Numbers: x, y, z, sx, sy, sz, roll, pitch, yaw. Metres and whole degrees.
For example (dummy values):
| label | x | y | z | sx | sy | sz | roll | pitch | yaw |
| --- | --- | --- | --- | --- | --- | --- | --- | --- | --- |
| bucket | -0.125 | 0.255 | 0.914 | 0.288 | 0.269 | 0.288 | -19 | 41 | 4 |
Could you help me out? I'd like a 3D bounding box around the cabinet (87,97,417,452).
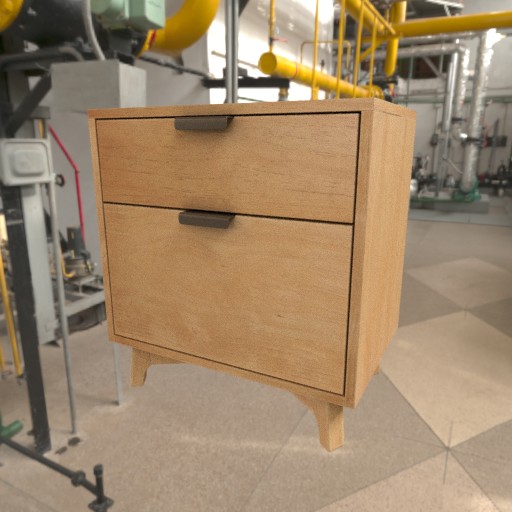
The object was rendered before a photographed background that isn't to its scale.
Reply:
| label | x | y | z | sx | sy | sz | roll | pitch | yaw |
| --- | --- | --- | --- | --- | --- | --- | --- | --- | --- |
| cabinet | 0.000 | 0.000 | 0.957 | 0.551 | 0.599 | 0.394 | 8 | 17 | 27 |
